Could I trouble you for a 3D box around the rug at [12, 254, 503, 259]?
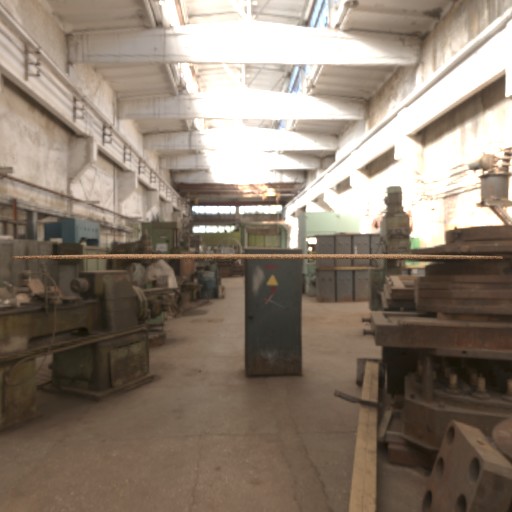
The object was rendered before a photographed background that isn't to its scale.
[{"bbox_3d":[0.000,0.000,2.673,2.141,0.013,1.566,0,1,0],"label":"rug"}]
